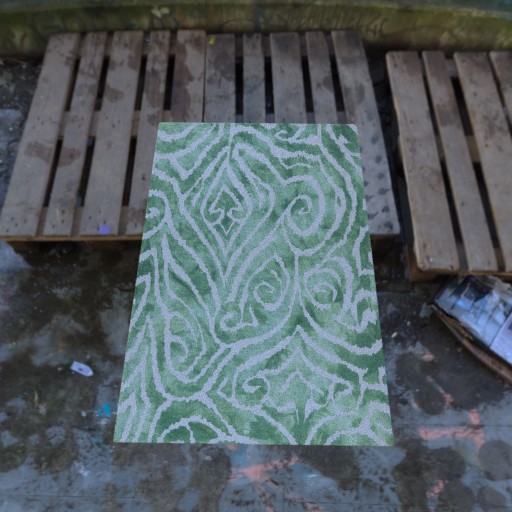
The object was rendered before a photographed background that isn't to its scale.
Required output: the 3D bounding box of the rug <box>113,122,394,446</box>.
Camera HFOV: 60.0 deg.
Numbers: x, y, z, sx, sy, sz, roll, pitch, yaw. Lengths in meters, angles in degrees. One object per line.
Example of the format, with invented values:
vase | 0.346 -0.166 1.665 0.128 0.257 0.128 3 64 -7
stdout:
rug | 0.000 0.000 2.332 1.220 0.006 1.826 1 64 0
